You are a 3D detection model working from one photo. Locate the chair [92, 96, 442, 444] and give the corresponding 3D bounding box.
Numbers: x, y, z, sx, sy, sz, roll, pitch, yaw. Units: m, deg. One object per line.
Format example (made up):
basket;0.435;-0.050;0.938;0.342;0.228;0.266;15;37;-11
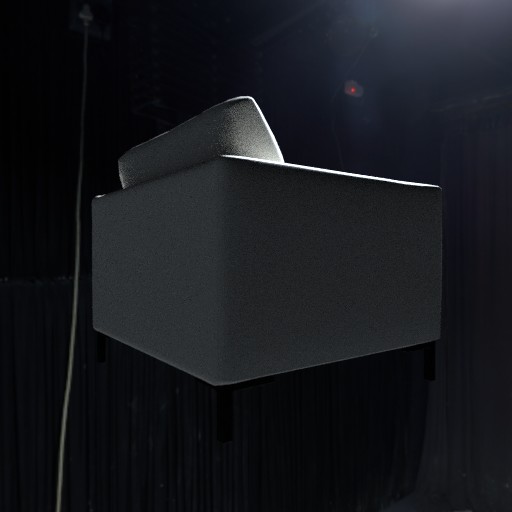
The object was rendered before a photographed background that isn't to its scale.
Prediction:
chair;0.000;0.000;1.565;0.875;0.806;0.964;0;1;-36
